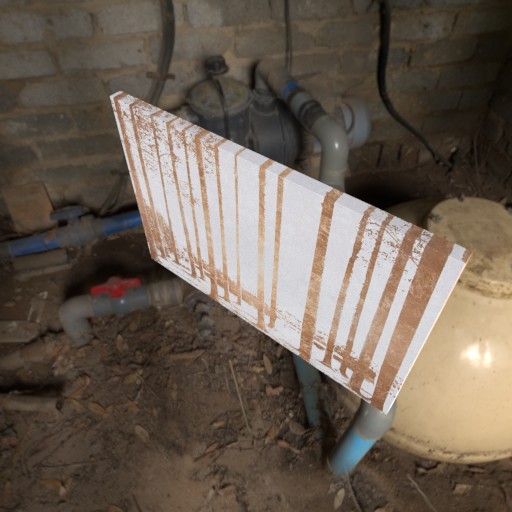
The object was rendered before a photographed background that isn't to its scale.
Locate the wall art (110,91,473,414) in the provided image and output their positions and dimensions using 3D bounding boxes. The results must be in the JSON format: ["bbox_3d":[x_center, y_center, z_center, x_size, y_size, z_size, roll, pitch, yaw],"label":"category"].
[{"bbox_3d":[0.000,0.000,1.161,0.914,0.609,0.035,30,54,25],"label":"wall art"}]
